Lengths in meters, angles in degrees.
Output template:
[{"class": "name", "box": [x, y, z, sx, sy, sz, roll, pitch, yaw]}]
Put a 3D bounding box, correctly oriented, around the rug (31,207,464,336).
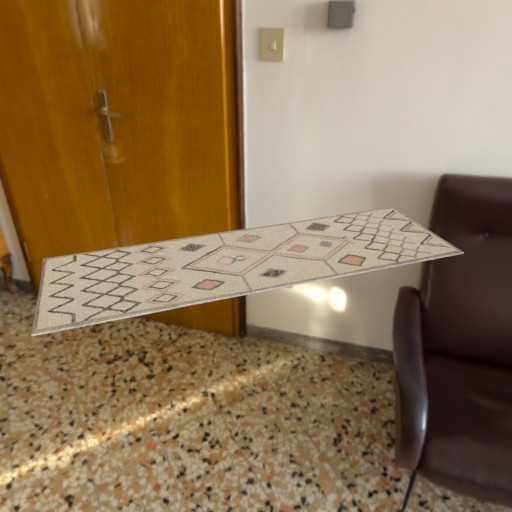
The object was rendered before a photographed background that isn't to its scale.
[{"class": "rug", "box": [0.000, 0.000, 2.681, 2.435, 0.011, 0.750, -9, 31, -16]}]
